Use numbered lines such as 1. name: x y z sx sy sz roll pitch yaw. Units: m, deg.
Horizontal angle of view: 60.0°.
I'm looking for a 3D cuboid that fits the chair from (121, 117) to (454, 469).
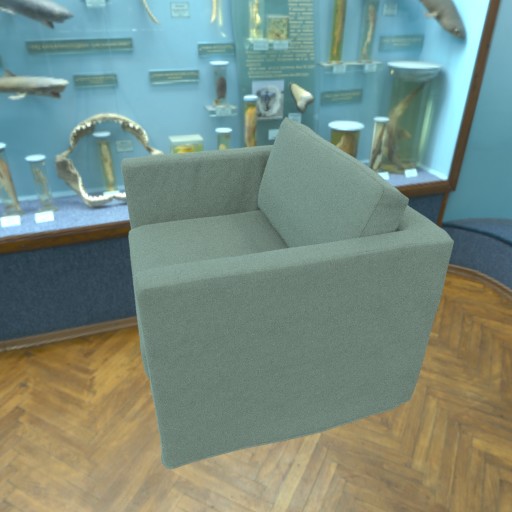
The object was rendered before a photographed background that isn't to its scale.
1. chair: 0.000 0.000 1.739 0.949 0.863 1.057 -9 32 -14
